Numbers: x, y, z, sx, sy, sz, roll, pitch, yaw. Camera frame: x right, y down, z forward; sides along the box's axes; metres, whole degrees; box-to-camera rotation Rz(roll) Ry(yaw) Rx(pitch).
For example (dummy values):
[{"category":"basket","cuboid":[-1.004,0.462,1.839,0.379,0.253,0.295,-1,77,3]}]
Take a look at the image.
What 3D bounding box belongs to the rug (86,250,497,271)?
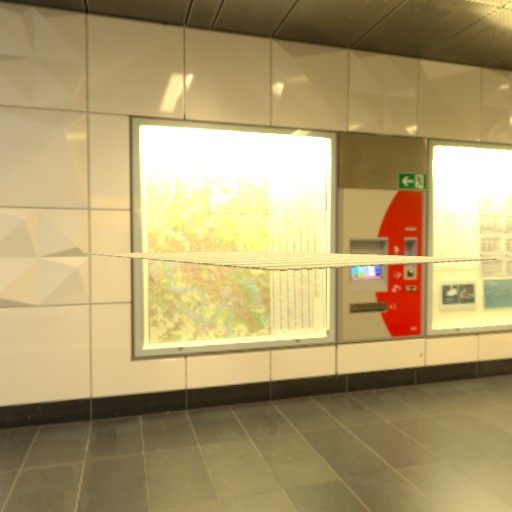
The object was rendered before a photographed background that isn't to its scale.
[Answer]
[{"category":"rug","cuboid":[0.000,0.000,2.946,1.539,0.011,2.410,-1,2,-36]}]
